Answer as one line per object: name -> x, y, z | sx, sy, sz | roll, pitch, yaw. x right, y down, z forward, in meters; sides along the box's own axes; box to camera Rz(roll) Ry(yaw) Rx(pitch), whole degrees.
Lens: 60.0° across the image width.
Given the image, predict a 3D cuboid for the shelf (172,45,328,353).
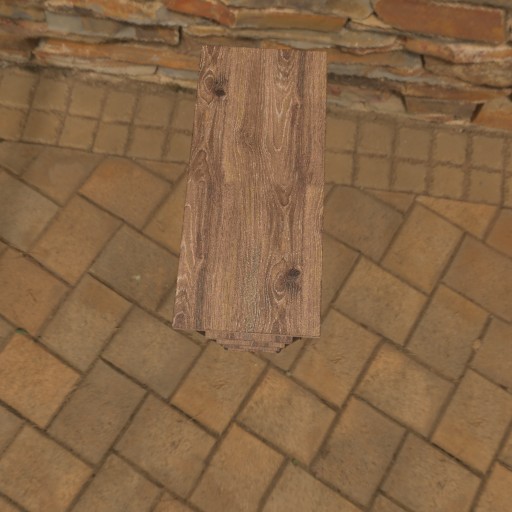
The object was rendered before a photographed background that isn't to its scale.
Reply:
shelf -> 0.000, 0.000, 1.989 | 0.360, 1.700, 0.800 | 3, 76, 1
